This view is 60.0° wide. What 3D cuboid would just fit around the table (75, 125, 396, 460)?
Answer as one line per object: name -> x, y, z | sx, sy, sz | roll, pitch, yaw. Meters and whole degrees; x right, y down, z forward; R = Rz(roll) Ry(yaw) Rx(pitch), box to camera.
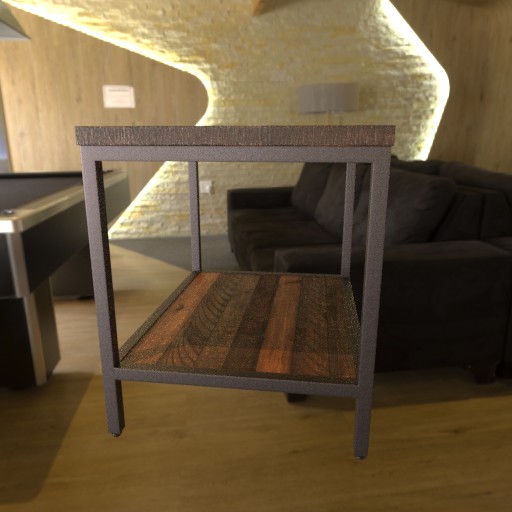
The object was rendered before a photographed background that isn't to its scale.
table -> 0.000, 0.000, 1.113 | 0.524, 0.612, 0.678 | 2, 15, 8
